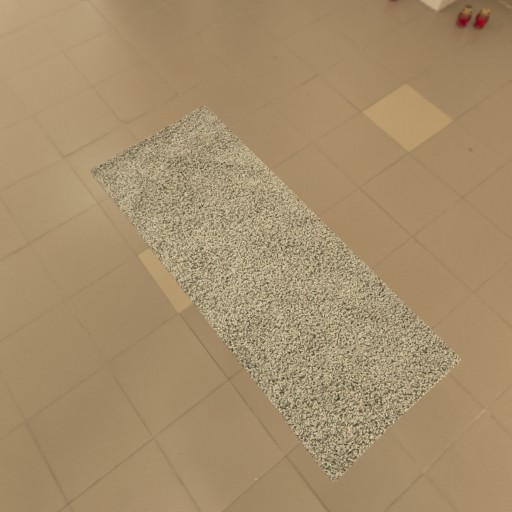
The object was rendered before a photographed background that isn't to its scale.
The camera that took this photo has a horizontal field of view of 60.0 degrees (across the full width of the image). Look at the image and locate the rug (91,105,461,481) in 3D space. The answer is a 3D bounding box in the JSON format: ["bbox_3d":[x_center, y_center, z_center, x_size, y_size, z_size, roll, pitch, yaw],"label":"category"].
[{"bbox_3d":[0.000,0.000,1.718,0.609,0.030,1.524,-35,69,-16],"label":"rug"}]
